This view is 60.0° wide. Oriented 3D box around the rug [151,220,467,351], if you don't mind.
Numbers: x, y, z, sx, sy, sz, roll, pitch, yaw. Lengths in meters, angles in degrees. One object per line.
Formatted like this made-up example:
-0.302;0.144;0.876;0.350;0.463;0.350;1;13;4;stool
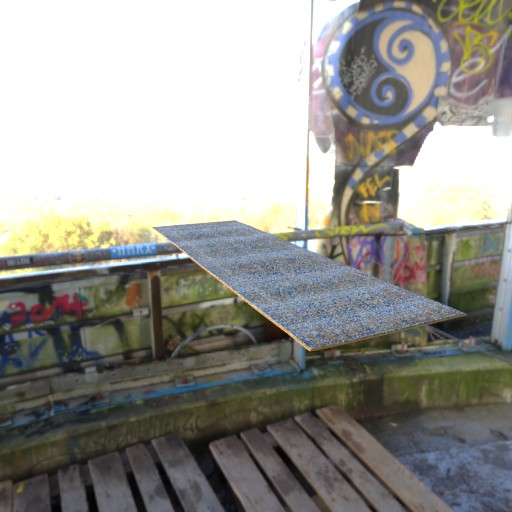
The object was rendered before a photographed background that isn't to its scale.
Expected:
0.000;0.000;2.547;0.704;0.014;2.294;-7;16;-24;rug
